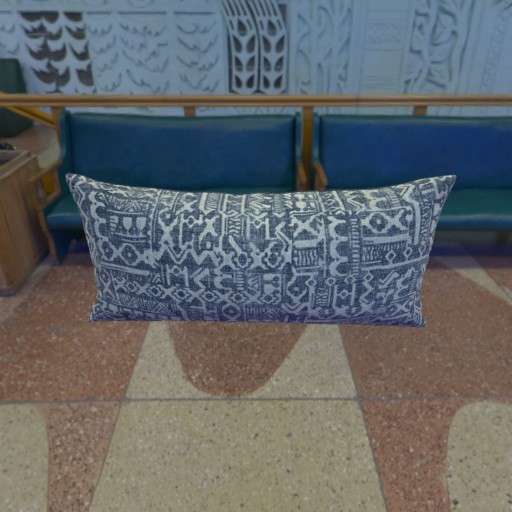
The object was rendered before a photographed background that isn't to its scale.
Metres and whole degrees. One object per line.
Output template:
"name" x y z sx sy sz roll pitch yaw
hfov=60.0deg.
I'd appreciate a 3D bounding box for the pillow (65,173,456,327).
"pillow" 0.000 0.000 0.757 0.631 0.292 0.148 1 29 1
